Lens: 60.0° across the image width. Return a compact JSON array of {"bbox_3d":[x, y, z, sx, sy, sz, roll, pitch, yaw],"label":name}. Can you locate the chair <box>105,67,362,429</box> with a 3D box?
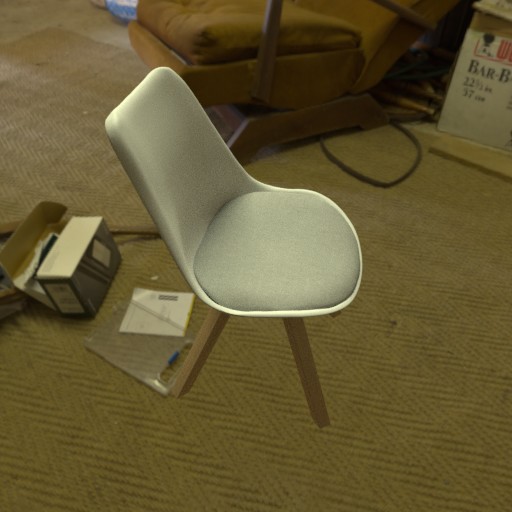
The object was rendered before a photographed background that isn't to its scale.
[{"bbox_3d":[0.000,0.000,1.166,0.550,0.850,0.485,9,45,9],"label":"chair"}]
